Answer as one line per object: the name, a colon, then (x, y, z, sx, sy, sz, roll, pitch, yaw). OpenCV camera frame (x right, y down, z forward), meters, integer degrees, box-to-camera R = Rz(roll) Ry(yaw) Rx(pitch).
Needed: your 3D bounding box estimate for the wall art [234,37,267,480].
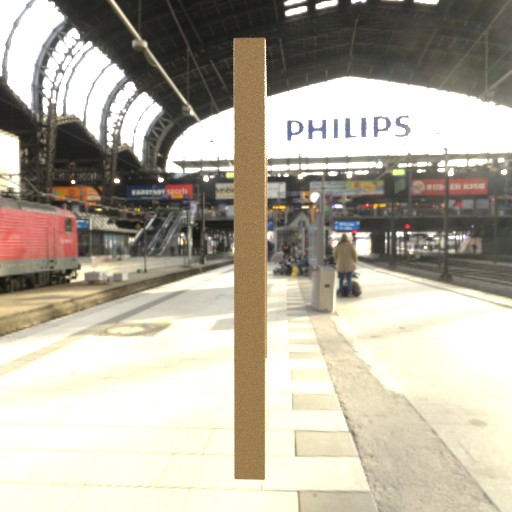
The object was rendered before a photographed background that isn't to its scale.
wall art: (0.000, 0.000, 0.764, 0.036, 0.509, 0.509, 0, 1, 2)
